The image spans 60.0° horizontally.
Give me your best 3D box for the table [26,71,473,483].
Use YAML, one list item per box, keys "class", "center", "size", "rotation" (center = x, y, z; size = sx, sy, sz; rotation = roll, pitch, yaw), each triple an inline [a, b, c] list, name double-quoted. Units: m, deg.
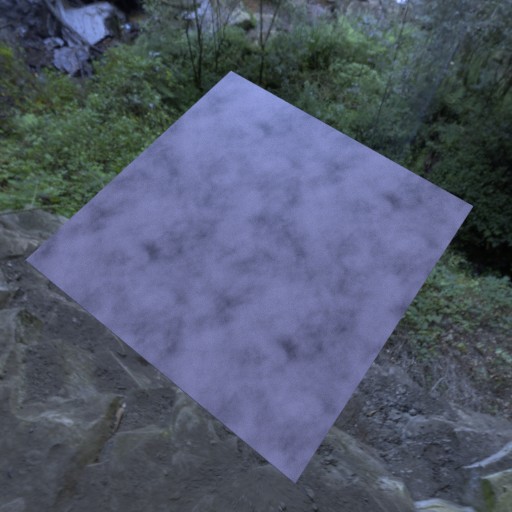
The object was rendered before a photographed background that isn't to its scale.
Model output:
- class: "table"
  center: [0.000, 0.000, 1.372]
  size: [0.890, 0.305, 0.890]
  rotation: [34, 69, 15]
